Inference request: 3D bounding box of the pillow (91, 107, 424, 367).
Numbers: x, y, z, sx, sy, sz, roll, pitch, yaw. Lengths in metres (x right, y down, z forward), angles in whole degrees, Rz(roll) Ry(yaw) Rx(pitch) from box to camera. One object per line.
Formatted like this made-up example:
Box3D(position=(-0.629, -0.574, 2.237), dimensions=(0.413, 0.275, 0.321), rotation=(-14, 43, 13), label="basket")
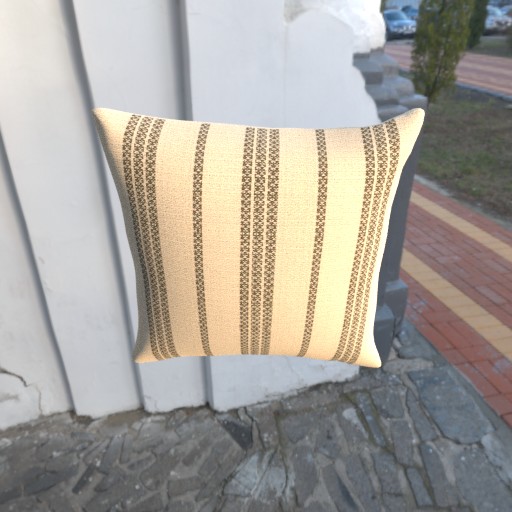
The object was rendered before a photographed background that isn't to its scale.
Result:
Box3D(position=(0.000, 0.000, 0.629), dimensions=(0.405, 0.406, 0.173), rotation=(1, 29, 1), label="pillow")
